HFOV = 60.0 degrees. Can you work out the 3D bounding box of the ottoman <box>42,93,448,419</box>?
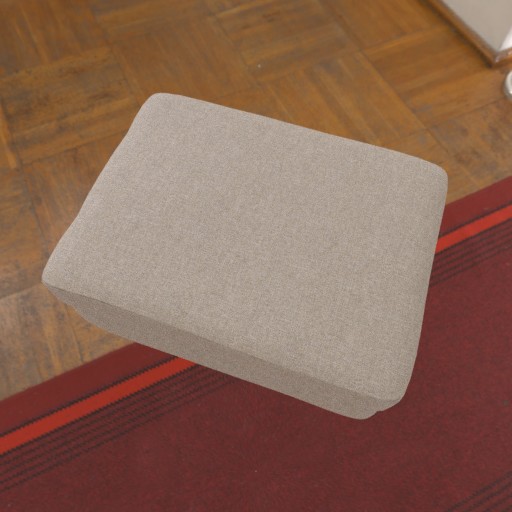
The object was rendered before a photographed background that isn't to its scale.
[{"bbox_3d":[0.000,0.000,1.306,0.898,0.519,0.677,17,65,8],"label":"ottoman"}]
